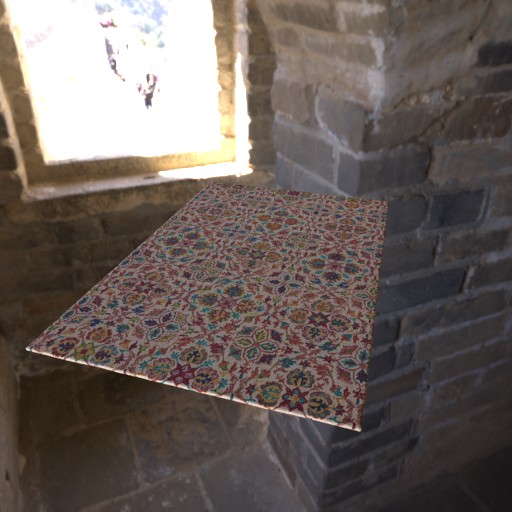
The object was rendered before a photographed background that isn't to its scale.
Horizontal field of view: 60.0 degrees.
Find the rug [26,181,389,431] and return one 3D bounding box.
[{"bbox_3d":[0.000,0.000,2.817,1.541,0.018,2.297,9,31,15],"label":"rug"}]
